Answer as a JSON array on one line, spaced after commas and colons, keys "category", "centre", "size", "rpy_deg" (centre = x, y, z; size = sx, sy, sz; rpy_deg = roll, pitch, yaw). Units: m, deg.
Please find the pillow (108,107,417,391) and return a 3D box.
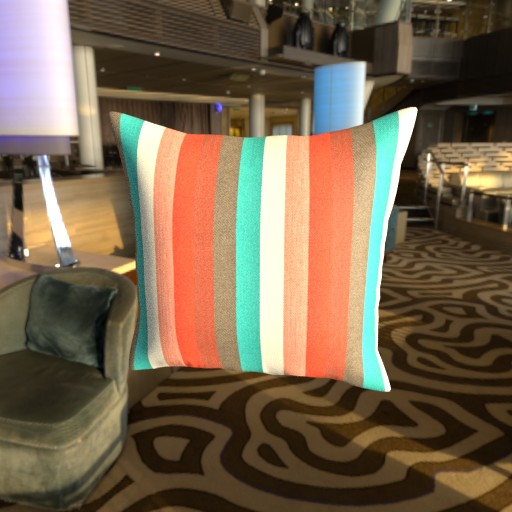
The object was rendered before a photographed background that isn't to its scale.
[{"category": "pillow", "centre": [0.000, 0.000, 0.702], "size": [0.453, 0.443, 0.168], "rpy_deg": [2, 14, 8]}]
